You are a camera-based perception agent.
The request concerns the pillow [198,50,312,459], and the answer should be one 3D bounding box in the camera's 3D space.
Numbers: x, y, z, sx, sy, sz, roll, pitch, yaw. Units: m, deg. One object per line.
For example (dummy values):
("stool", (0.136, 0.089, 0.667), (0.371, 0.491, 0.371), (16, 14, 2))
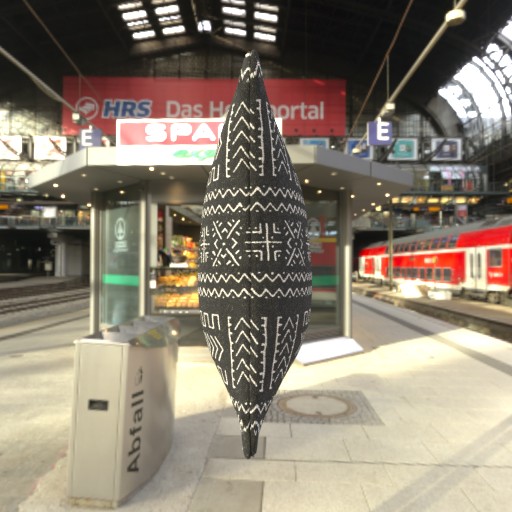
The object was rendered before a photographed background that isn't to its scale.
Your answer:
("pillow", (0.000, 0.000, 0.677), (0.164, 0.430, 0.438), (0, -1, 1))
